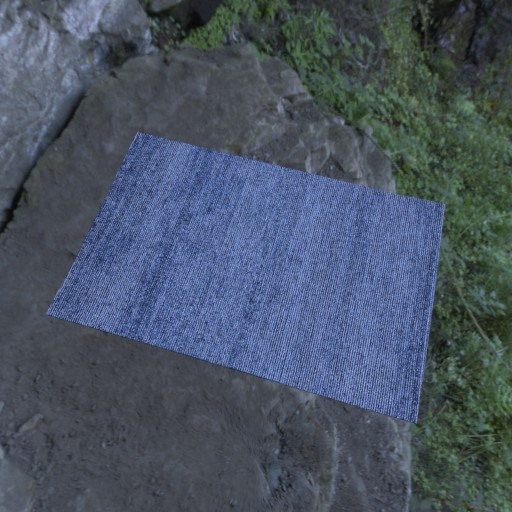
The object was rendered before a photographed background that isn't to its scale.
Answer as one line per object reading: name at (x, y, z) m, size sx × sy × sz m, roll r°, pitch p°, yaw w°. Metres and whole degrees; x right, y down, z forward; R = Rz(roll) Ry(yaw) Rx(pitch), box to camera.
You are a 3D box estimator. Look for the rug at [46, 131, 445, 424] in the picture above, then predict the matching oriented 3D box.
rug at (0.000, 0.000, 2.258) m, size 1.793 × 0.025 × 1.159 m, roll 15°, pitch 66°, yaw 7°
